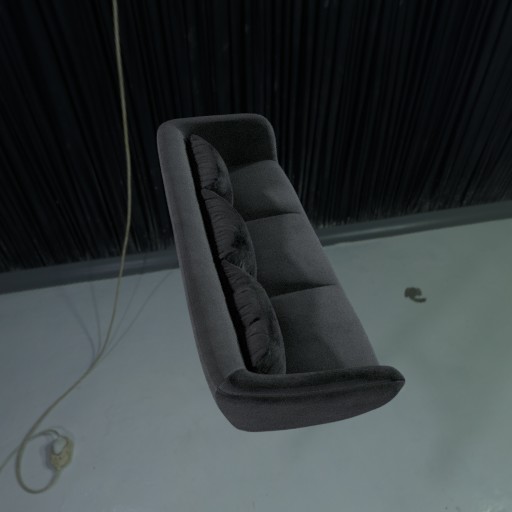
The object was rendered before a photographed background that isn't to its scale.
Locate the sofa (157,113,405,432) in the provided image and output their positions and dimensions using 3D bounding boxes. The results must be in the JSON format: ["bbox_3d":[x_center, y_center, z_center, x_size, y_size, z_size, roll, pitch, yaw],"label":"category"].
[{"bbox_3d":[0.000,0.000,2.796,0.956,0.875,2.296,-11,48,-10],"label":"sofa"}]
